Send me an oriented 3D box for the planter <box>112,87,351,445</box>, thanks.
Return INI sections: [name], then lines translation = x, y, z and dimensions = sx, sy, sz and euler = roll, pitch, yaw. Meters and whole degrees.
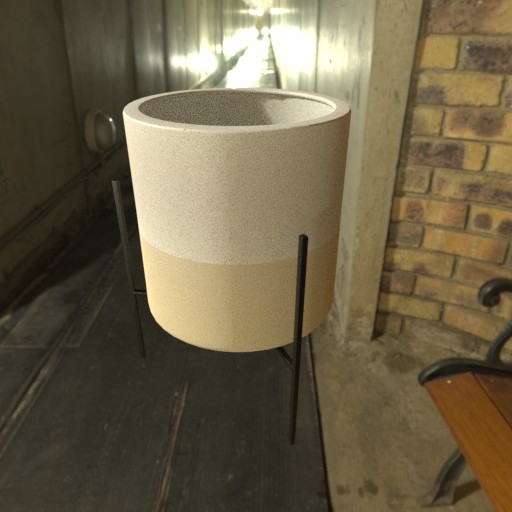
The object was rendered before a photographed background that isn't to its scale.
[planter]
translation = 0.000, 0.000, 0.551
dimensions = 0.263, 0.362, 0.267
euler = -20, 34, -31
